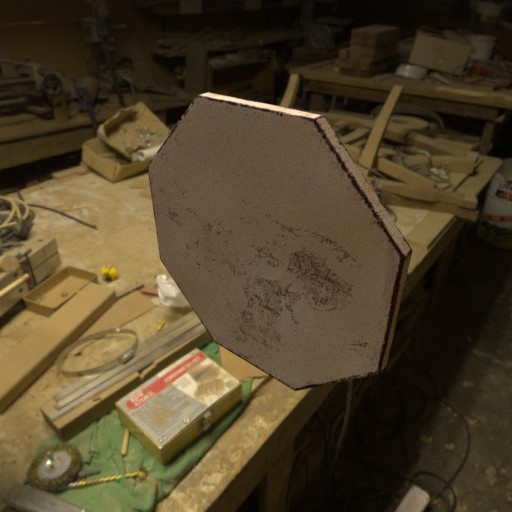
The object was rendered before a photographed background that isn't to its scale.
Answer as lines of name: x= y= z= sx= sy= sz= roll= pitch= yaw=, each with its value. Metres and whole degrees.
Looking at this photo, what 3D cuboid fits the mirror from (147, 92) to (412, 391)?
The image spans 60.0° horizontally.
mirror: x=0.000 y=0.000 z=0.972 sx=0.648 sy=0.648 sz=0.031 roll=24 pitch=39 yaw=32
